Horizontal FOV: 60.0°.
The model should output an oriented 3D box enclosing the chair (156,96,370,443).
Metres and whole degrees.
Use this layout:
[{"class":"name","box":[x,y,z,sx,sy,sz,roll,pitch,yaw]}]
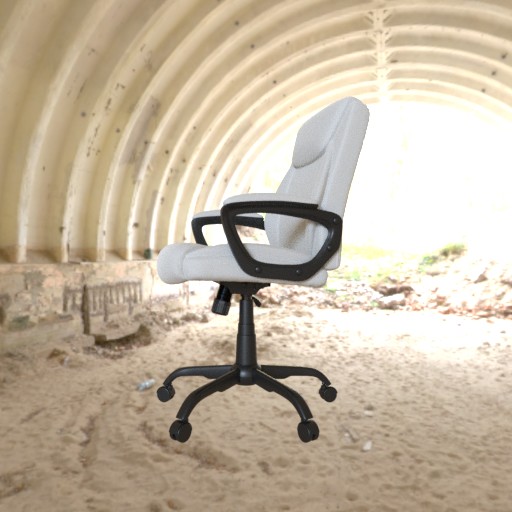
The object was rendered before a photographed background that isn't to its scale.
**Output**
[{"class":"chair","box":[0.000,0.000,1.540,0.669,1.065,0.663,0,0,-18]}]
